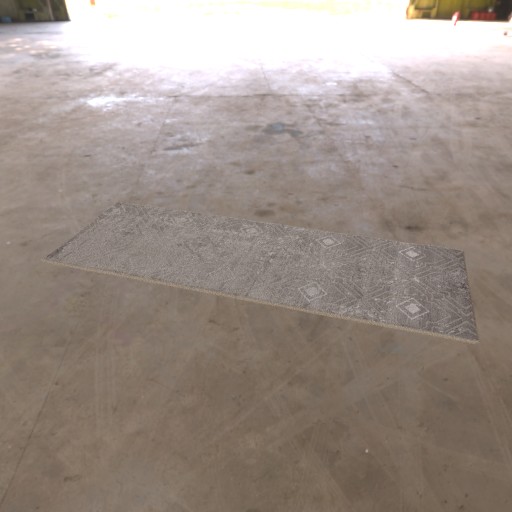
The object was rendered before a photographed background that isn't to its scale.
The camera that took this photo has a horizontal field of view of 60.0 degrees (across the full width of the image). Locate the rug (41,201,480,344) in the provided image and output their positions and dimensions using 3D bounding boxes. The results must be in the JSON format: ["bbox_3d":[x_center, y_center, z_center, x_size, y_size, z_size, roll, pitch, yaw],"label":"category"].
[{"bbox_3d":[0.000,0.000,2.644,2.381,0.035,0.832,9,34,14],"label":"rug"}]
